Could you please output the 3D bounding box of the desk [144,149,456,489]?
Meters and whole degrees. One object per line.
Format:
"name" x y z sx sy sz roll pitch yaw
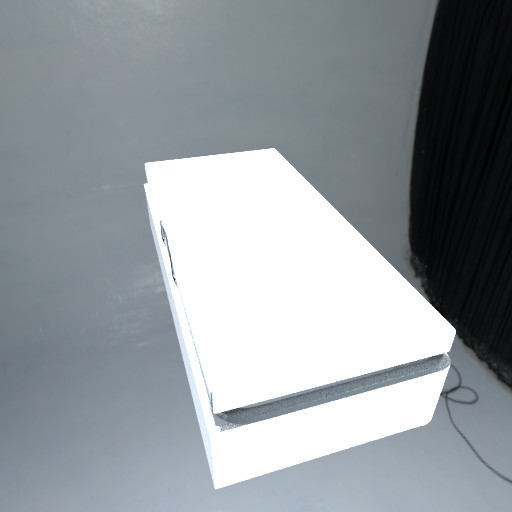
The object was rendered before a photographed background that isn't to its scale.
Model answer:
"desk" 0.000 0.000 2.229 0.900 0.526 1.900 -10 35 -15
